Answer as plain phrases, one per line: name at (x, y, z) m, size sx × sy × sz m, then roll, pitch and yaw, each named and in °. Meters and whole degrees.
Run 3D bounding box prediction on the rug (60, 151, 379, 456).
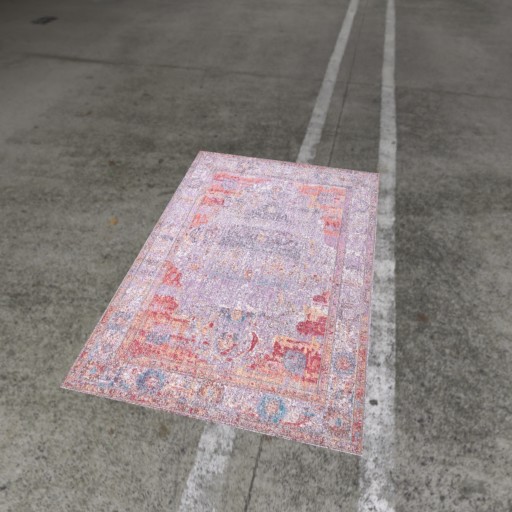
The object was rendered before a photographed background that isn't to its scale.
rug at (0.000, 0.000, 2.338) m, size 1.219 × 0.005 × 1.829 m, roll 9°, pitch 46°, yaw 9°
